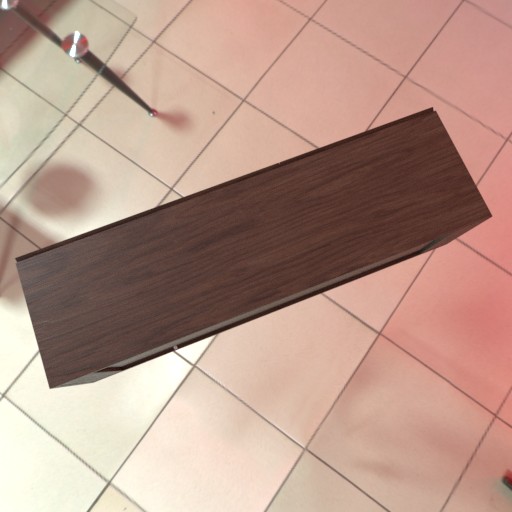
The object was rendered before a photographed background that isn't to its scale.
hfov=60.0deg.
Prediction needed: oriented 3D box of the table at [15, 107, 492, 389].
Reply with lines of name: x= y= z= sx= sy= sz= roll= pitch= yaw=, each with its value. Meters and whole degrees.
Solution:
table: x=0.000 y=0.000 z=1.587 sx=1.397 sy=0.508 sz=0.405 roll=-21 pitch=78 yaw=-5
